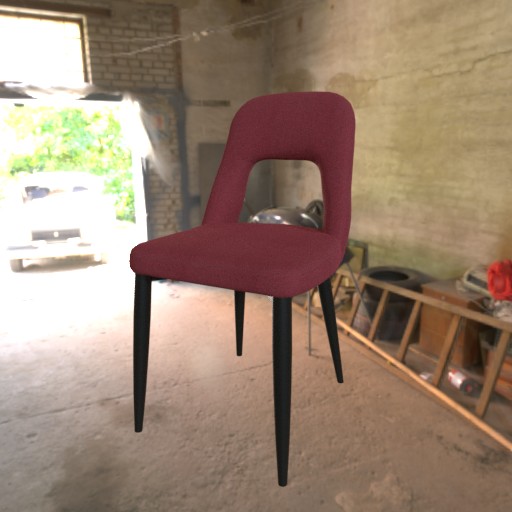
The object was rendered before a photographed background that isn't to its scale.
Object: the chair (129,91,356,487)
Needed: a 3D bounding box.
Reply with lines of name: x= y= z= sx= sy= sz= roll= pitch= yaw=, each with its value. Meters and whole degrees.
chair: x=0.000 y=0.000 z=1.207 sx=0.483 sy=0.892 sz=0.569 roll=7 pitch=16 yaw=27
